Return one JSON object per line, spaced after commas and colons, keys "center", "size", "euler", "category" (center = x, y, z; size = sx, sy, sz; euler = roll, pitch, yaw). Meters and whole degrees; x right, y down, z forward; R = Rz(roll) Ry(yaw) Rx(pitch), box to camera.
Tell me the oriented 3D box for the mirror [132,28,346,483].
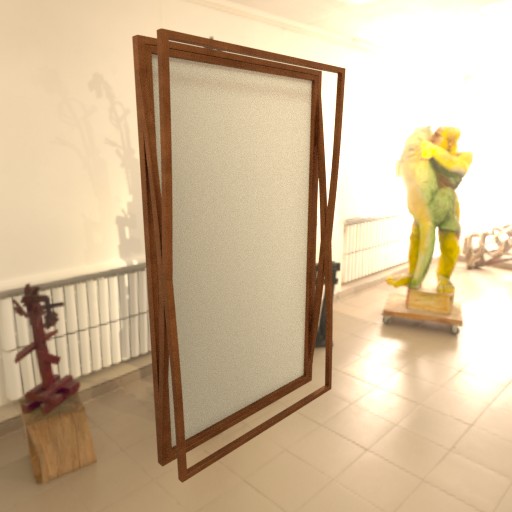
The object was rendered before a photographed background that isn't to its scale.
{"center": [0.000, 0.000, 0.912], "size": [0.468, 0.768, 0.082], "euler": [-13, 19, -43], "category": "mirror"}
